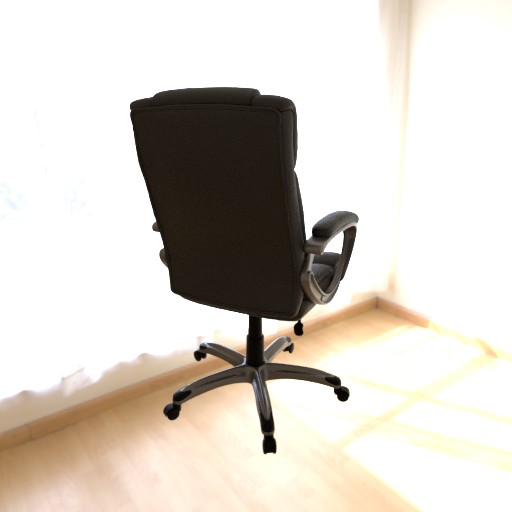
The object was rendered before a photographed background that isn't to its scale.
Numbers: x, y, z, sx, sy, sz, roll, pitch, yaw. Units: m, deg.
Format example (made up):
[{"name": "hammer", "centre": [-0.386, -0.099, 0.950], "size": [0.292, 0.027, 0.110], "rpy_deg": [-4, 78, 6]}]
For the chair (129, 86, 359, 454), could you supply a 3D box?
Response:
[{"name": "chair", "centre": [0.000, 0.000, 1.627], "size": [0.721, 1.130, 0.719], "rpy_deg": [9, 20, 27]}]
